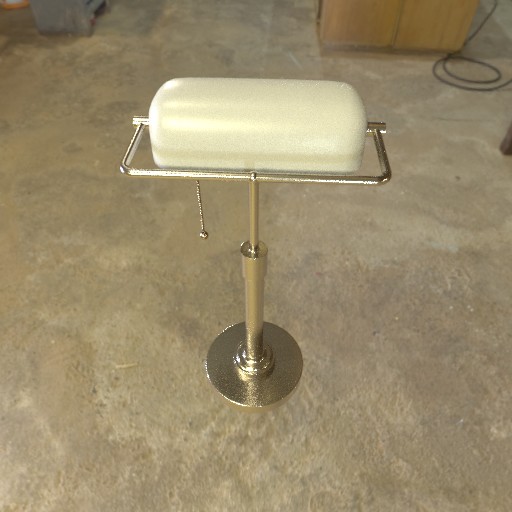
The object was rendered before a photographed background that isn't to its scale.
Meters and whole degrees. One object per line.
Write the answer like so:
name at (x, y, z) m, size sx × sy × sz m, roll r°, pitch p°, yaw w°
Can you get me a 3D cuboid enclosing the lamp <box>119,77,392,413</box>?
lamp at (0.000, 0.000, 0.553) m, size 0.269 × 0.404 × 0.227 m, roll 2°, pitch 46°, yaw 2°
